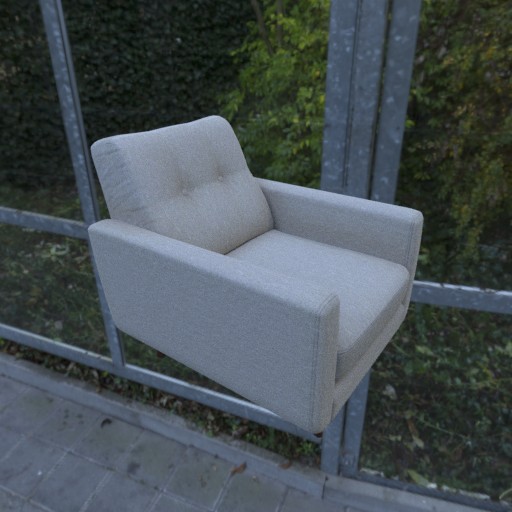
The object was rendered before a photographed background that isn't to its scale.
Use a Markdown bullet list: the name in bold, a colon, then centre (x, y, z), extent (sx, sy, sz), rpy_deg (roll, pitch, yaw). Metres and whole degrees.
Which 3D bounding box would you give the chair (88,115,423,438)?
- **chair**: centre (0.000, 0.000, 1.832), extent (1.128, 0.965, 0.897), rpy_deg (18, 32, 31)
